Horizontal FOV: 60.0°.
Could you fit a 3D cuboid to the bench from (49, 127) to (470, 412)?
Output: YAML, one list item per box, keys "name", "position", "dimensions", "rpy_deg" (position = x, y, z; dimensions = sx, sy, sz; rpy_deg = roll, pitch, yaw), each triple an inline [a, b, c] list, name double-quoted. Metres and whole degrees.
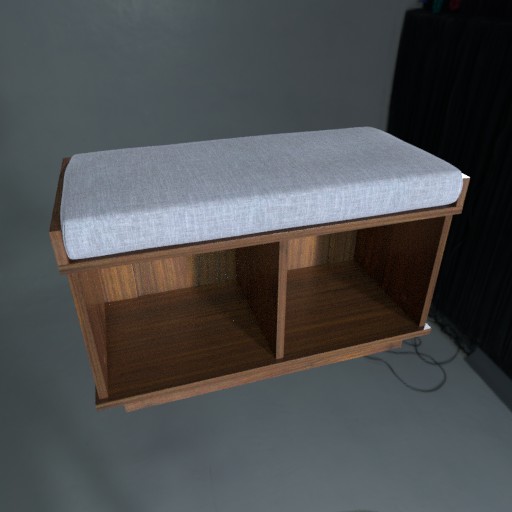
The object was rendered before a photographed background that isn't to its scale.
- name: "bench"
  position: [0.000, 0.000, 0.977]
  dimensions: [0.734, 0.461, 0.362]
  rpy_deg: [-9, 32, -15]
